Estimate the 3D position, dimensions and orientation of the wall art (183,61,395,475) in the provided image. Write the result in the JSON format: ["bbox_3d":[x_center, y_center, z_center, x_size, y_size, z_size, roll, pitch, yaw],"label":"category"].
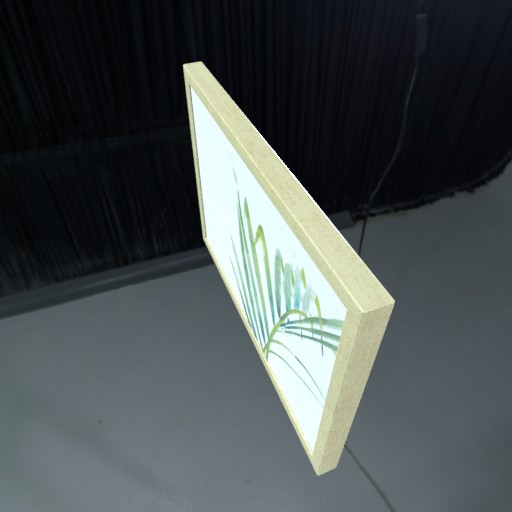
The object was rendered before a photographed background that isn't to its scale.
[{"bbox_3d":[0.000,0.000,0.672,0.032,0.381,0.533,-16,48,-16],"label":"wall art"}]
